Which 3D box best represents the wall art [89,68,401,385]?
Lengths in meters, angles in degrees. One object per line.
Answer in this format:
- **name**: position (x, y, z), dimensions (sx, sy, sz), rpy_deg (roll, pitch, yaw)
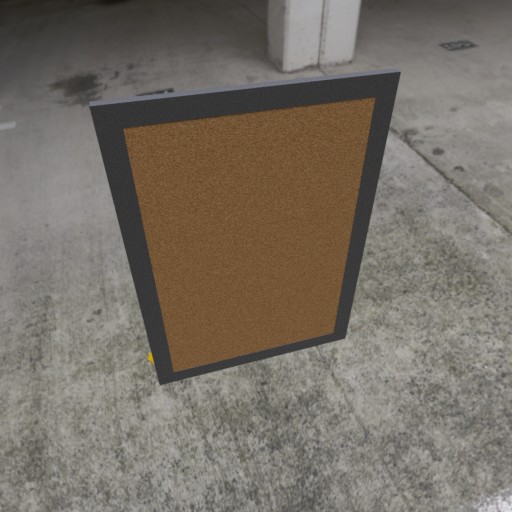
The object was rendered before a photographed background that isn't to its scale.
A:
- **wall art**: position (0.000, 0.000, 0.698), dimensions (0.380, 0.534, 0.013), rpy_deg (-11, 42, -13)
